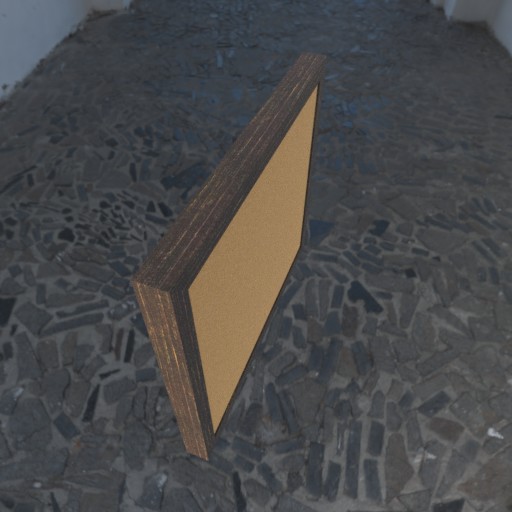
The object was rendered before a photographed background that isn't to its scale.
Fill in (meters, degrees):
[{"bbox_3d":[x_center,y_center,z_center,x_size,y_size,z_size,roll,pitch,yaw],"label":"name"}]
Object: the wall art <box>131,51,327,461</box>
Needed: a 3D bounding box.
[{"bbox_3d":[0.000,0.000,0.533,0.031,0.330,0.381,16,50,14],"label":"wall art"}]
